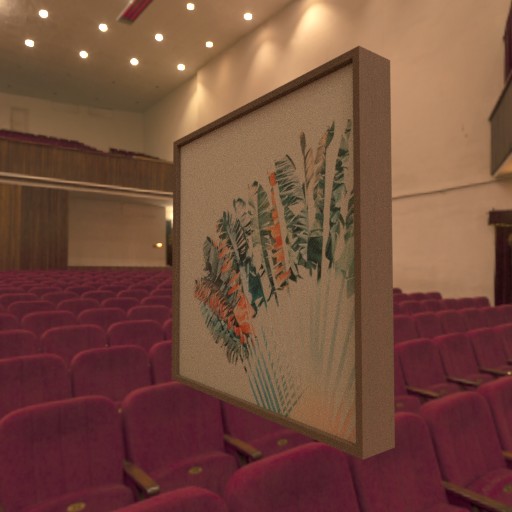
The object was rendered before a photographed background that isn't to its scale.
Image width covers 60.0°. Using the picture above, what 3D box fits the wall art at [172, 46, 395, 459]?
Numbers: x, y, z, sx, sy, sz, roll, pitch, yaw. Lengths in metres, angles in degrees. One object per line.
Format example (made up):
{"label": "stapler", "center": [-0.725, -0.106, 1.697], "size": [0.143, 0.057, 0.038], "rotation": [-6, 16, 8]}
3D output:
{"label": "wall art", "center": [0.000, 0.000, 0.457], "size": [0.038, 0.303, 0.304], "rotation": [2, -3, -37]}
